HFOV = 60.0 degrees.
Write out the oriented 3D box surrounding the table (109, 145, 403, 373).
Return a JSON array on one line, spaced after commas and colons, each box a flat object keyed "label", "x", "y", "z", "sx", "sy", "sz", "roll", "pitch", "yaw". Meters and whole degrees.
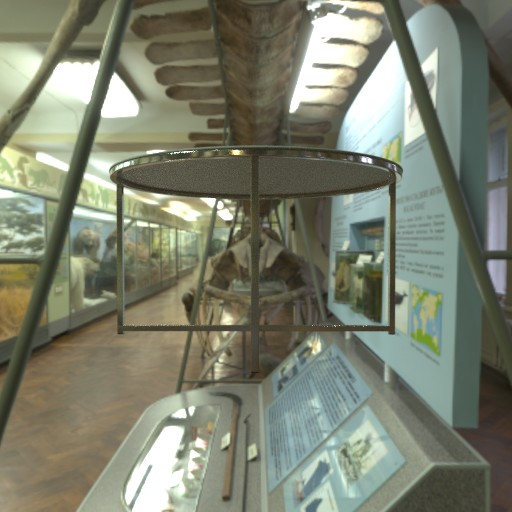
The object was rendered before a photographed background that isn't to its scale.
[{"label": "table", "x": 0.000, "y": 0.000, "z": 1.275, "sx": 0.800, "sy": 0.450, "sz": 0.800, "roll": 0, "pitch": 1, "yaw": 0}]
